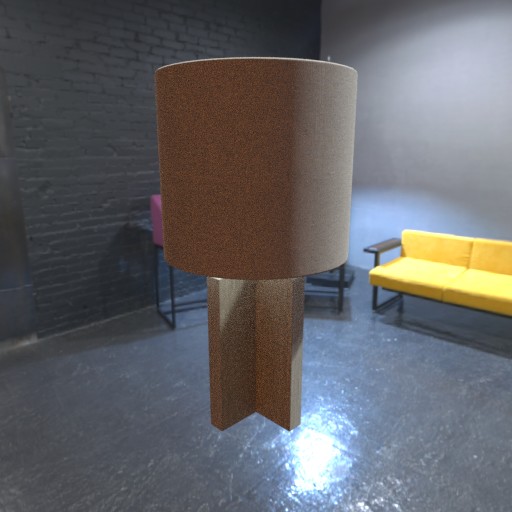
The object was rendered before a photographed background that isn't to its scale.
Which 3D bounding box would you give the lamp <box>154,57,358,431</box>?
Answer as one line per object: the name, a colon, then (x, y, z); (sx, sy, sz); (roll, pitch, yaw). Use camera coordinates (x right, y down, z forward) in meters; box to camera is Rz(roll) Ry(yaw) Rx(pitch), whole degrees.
lamp: (0.000, 0.000, 0.562); (0.229, 0.428, 0.229); (-14, 20, -43)
